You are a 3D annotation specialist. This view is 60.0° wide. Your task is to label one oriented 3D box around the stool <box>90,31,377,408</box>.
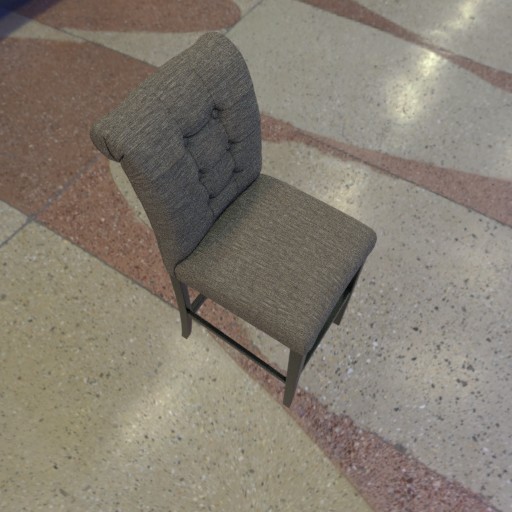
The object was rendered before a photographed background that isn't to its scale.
[{"bbox_3d":[0.000,0.000,1.418,0.613,1.131,0.452,29,62,17],"label":"stool"}]
